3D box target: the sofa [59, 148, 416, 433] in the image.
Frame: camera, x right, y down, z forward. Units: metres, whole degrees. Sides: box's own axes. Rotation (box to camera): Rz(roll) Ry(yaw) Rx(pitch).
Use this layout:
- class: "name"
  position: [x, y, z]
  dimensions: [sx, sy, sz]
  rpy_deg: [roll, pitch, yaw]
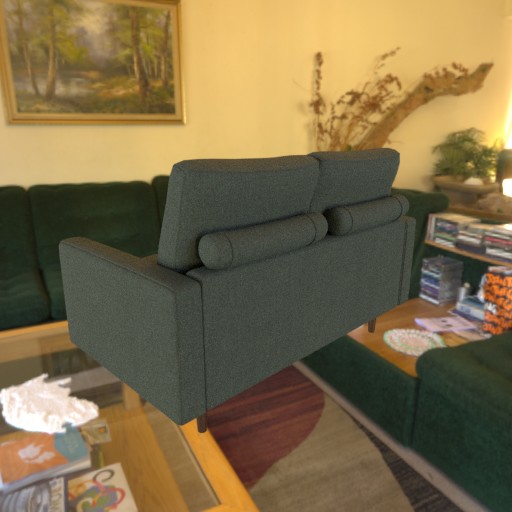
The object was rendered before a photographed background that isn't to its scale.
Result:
- class: "sofa"
  position: [0.000, 0.000, 1.947]
  dimensions: [1.407, 0.907, 0.842]
  rpy_deg: [-15, 22, -43]
